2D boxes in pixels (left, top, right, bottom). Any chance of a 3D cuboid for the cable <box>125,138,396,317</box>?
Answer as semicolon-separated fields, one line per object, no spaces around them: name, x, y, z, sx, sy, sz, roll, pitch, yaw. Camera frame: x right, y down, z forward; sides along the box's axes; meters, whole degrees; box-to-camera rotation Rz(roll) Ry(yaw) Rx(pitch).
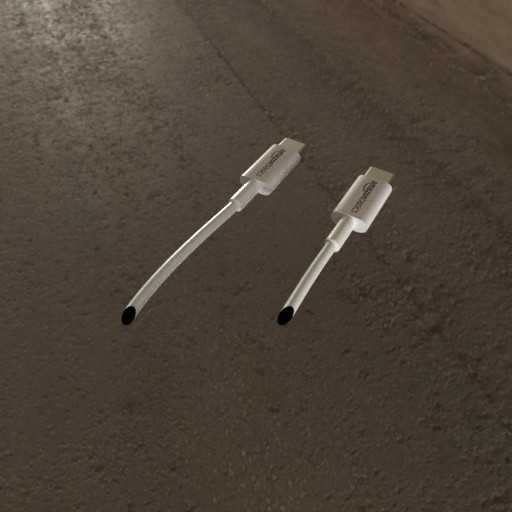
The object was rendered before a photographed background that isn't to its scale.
cable;0.000;0.000;0.112;0.041;0.005;0.098;25;52;21
